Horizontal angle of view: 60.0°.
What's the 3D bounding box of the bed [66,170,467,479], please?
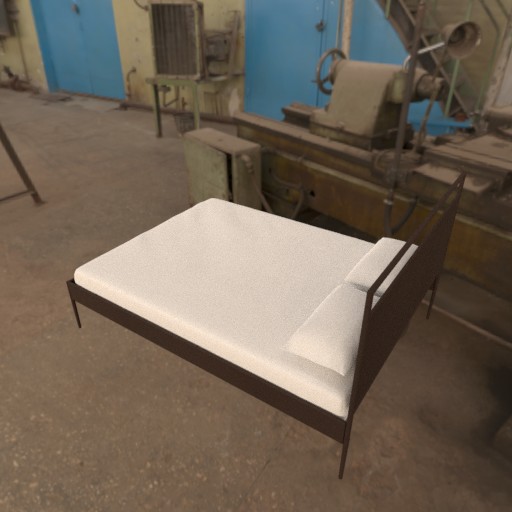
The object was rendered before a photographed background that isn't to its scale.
[{"bbox_3d":[0.000,0.000,3.021,2.122,1.173,1.572,19,36,29],"label":"bed"}]
